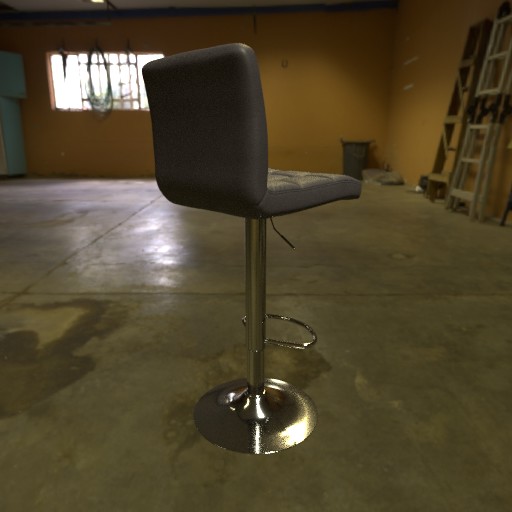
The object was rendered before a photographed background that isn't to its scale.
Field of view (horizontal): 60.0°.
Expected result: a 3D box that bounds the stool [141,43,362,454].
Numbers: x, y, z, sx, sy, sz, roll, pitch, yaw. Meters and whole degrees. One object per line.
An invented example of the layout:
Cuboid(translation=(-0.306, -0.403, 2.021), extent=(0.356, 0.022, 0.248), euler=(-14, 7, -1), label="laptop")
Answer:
Cuboid(translation=(0.000, 0.000, 1.374), extent=(0.505, 1.115, 0.430), euler=(-15, 21, -43), label="stool")
